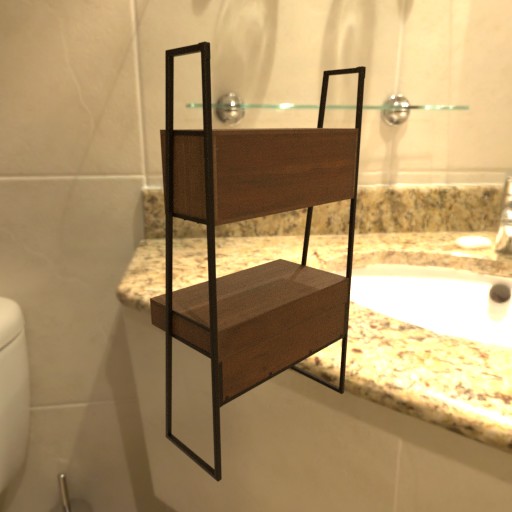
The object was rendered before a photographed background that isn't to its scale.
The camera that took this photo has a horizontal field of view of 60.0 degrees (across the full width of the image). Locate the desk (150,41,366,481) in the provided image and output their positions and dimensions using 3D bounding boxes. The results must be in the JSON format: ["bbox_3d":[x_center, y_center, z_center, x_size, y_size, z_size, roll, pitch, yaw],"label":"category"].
[{"bbox_3d":[0.000,0.000,2.236,0.982,1.809,0.515,-16,23,-42],"label":"desk"}]
